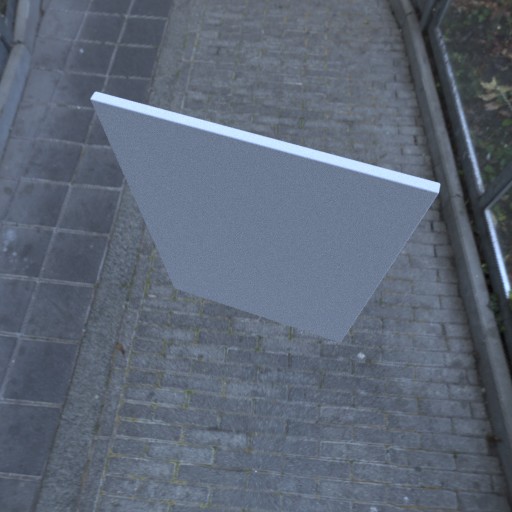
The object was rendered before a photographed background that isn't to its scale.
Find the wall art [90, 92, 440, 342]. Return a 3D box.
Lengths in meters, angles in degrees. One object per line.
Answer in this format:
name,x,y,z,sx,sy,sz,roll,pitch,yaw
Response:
wall art,0.000,0.000,0.615,0.329,0.482,0.011,17,65,8
